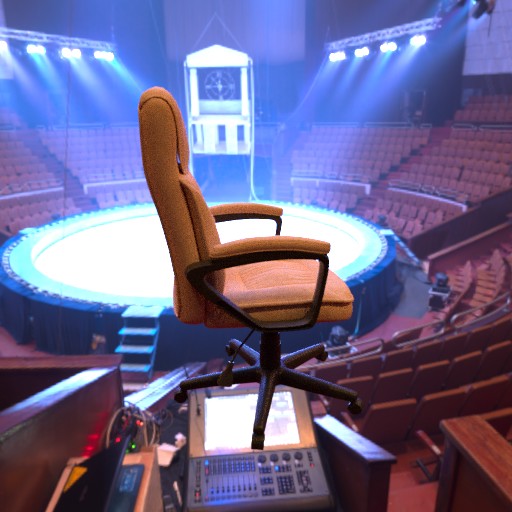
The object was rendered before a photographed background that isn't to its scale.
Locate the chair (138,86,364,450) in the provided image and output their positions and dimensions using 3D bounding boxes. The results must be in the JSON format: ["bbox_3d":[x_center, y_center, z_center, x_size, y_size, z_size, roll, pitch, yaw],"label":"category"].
[{"bbox_3d":[0.000,0.000,1.565,0.724,1.105,0.667,-3,17,-10],"label":"chair"}]
